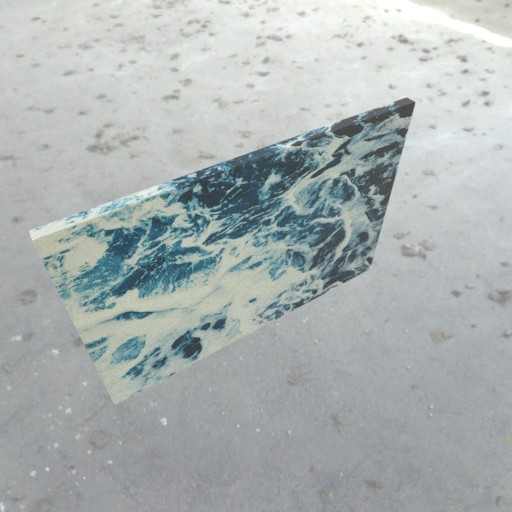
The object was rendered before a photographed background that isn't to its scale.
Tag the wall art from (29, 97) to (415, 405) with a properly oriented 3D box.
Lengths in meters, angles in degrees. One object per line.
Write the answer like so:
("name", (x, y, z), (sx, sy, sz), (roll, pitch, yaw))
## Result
("wall art", (0.000, 0.000, 1.908), (1.524, 1.017, 0.055), (-25, 51, -22))
